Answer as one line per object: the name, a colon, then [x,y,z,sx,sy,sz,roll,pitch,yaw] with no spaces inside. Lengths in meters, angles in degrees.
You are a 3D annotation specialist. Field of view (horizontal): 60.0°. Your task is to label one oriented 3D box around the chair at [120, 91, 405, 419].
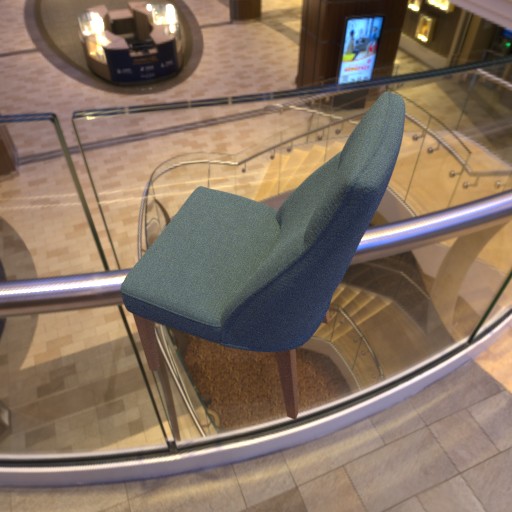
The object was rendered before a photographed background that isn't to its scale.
chair: [0.000,0.000,1.272,0.620,0.930,0.500,16,48,15]
